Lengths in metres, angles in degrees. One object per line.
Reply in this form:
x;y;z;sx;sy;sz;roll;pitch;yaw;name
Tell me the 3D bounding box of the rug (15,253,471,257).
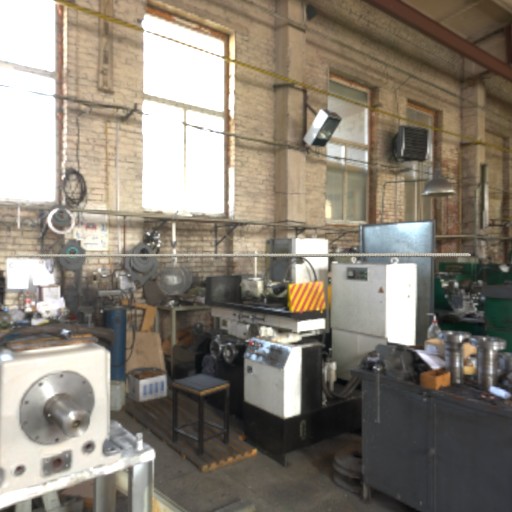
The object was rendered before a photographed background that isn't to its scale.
0.000;0.000;2.787;2.294;0.014;1.528;0;0;19;rug
